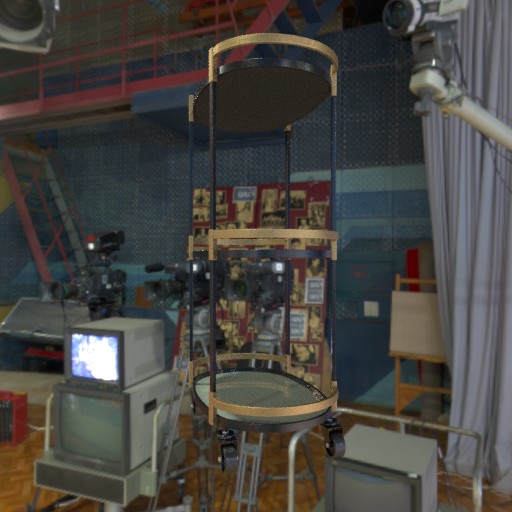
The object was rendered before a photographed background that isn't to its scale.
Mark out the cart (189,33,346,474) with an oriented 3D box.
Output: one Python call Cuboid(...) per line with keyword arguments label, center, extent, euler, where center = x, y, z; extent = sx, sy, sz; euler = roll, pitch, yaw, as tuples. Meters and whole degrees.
Cuboid(label="cart", center=(0.000, 0.000, 1.130), extent=(0.311, 0.885, 0.515), euler=(0, 0, -17))
